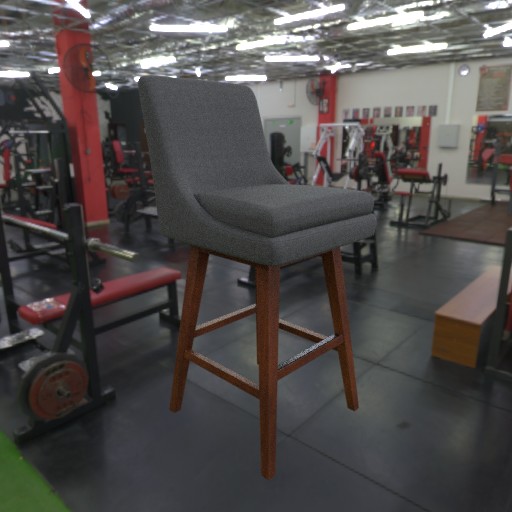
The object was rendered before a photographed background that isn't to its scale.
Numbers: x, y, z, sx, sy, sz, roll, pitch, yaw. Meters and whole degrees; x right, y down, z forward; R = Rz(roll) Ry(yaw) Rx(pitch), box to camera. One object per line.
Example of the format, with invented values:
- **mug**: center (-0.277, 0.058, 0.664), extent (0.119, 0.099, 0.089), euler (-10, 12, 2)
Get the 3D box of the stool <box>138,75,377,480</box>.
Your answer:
- **stool**: center (0.000, 0.000, 1.267), extent (0.524, 0.977, 0.447), euler (15, 21, 42)
